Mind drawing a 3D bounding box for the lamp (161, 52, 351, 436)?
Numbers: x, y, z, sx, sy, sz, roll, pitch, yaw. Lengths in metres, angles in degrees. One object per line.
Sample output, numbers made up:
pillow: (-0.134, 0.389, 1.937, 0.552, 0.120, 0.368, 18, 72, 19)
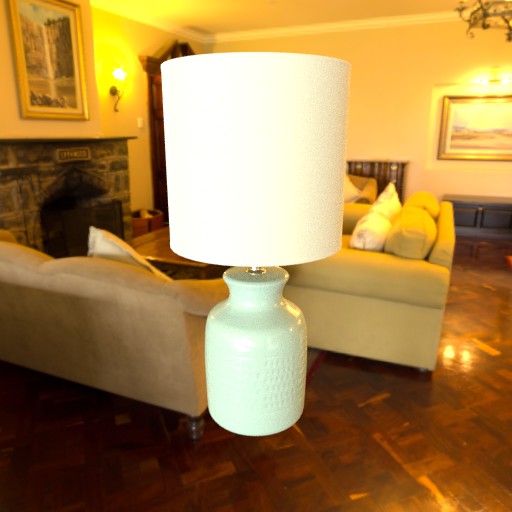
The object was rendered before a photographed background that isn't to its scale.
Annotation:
lamp: (0.000, 0.000, 1.108, 0.418, 0.871, 0.418, -7, 17, -25)
